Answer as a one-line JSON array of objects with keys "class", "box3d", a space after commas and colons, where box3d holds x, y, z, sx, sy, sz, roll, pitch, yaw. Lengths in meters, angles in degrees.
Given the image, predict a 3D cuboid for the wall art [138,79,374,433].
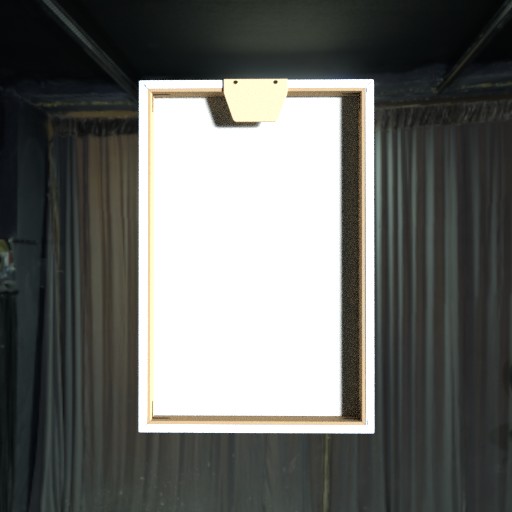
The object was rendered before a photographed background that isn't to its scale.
[{"class": "wall art", "box3d": [0.000, 0.000, 1.148, 0.602, 0.902, 0.048, 0, 0, 1]}]
